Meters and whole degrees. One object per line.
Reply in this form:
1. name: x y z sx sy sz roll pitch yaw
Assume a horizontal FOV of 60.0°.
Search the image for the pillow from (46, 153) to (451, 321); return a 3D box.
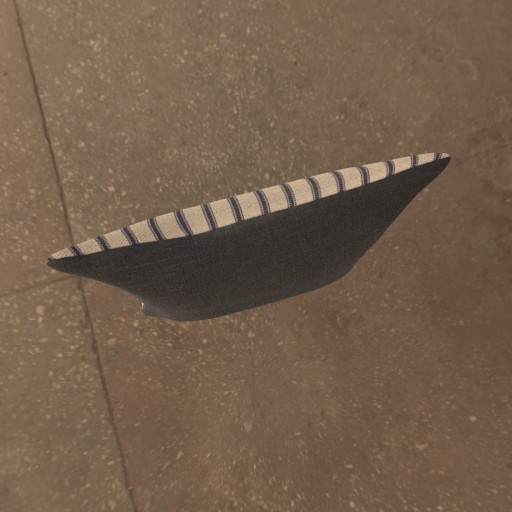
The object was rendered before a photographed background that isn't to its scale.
1. pillow: 0.000 0.000 0.696 0.468 0.444 0.138 -15 76 -4
